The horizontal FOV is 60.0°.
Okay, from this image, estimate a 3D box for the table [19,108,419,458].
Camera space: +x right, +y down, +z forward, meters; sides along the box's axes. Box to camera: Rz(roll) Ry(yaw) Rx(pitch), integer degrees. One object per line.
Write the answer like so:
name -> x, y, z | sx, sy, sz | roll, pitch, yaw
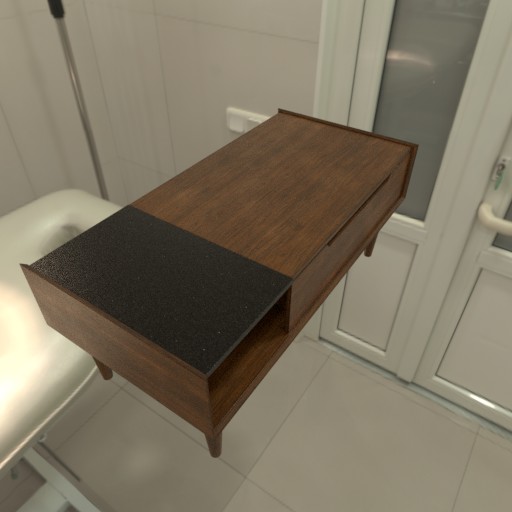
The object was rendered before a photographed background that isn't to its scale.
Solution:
table -> 0.000, 0.000, 1.533 | 0.610, 0.508, 1.221 | 24, 46, 26
